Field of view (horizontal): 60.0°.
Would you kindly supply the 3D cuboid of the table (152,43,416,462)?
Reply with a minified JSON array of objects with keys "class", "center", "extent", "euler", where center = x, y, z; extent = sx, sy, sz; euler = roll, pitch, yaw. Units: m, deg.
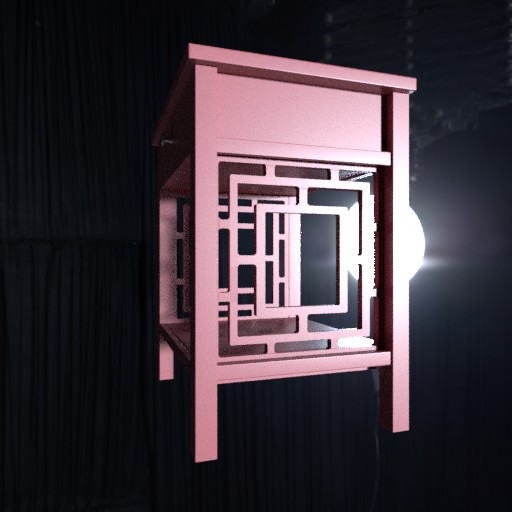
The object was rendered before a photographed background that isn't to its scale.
[{"class":"table","center":[0.000,0.000,1.065],"extent":[0.451,0.686,0.599],"euler":[0,0,-19]}]
